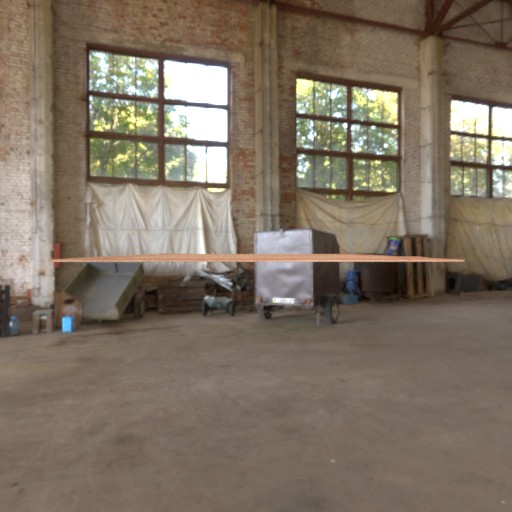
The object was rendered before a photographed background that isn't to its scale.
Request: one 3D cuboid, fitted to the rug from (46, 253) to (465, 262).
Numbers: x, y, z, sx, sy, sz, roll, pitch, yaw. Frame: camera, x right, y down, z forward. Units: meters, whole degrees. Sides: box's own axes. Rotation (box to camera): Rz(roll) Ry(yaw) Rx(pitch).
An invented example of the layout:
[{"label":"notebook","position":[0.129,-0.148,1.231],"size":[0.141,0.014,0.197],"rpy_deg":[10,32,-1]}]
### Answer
[{"label":"rug","position":[0.000,0.000,4.082],"size":[2.431,0.021,3.057],"rpy_deg":[0,1,0]}]
